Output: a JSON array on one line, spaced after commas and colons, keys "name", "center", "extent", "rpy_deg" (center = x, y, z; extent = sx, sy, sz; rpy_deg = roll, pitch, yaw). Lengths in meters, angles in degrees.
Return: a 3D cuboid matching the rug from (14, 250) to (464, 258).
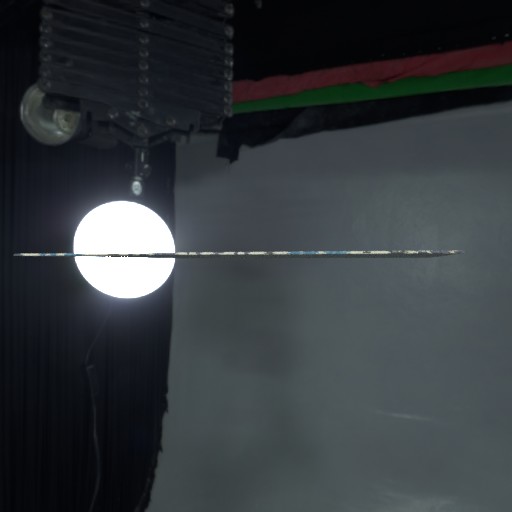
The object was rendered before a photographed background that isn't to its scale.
[{"name": "rug", "center": [0.000, 0.000, 2.888], "extent": [2.261, 0.013, 1.676], "rpy_deg": [0, -1, 17]}]
